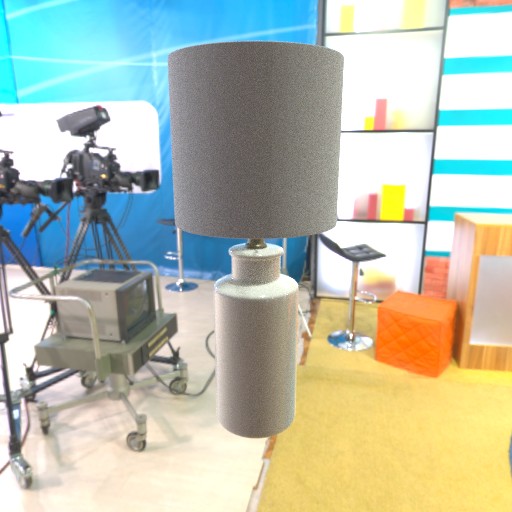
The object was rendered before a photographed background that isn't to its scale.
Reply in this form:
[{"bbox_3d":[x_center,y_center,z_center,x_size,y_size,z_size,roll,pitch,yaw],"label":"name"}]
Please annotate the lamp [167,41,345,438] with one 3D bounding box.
[{"bbox_3d":[0.000,0.000,0.601,0.212,0.493,0.212,-7,16,-26],"label":"lamp"}]
